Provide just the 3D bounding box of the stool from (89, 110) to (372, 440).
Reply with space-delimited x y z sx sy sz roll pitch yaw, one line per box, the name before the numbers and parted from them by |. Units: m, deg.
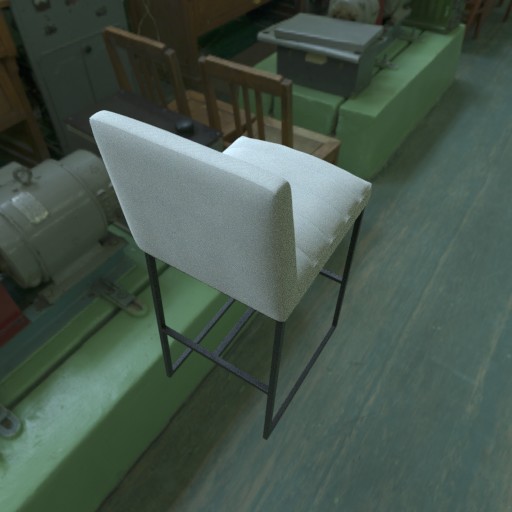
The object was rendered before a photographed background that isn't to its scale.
stool | 0.000 0.000 1.330 0.464 1.061 0.573 25 52 22
